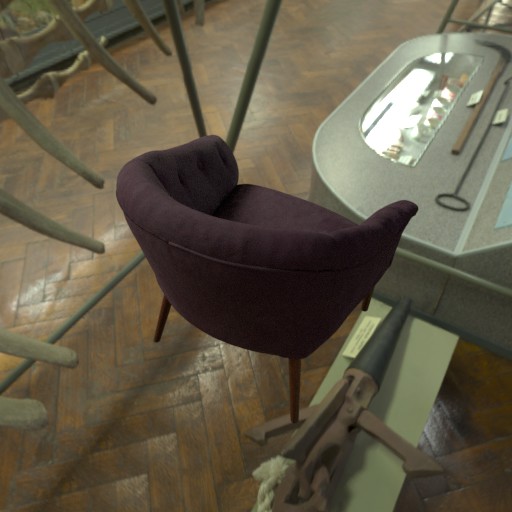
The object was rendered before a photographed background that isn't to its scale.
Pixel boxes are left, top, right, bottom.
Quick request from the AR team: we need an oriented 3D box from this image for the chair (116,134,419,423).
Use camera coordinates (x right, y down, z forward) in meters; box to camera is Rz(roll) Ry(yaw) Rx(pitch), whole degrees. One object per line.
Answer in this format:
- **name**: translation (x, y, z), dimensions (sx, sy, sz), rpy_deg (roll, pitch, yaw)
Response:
- **chair**: translation (0.000, 0.000, 1.535), dimensions (0.851, 0.885, 0.776), rpy_deg (24, 51, 21)
